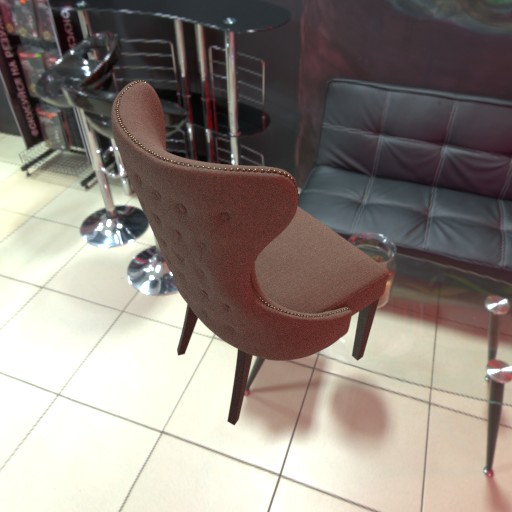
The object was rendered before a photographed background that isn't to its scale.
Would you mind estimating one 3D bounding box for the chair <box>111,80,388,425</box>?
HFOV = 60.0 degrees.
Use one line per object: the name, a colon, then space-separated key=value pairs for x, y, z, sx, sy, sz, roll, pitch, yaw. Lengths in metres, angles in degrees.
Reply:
chair: x=0.000 y=0.000 z=1.336 sx=0.635 sy=0.967 sz=0.628 roll=-27 pitch=48 yaw=-27
